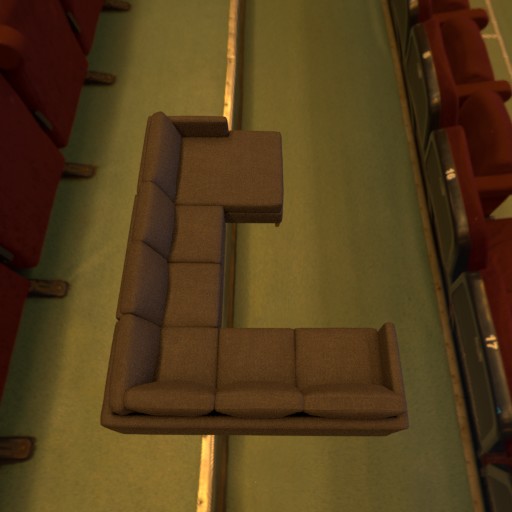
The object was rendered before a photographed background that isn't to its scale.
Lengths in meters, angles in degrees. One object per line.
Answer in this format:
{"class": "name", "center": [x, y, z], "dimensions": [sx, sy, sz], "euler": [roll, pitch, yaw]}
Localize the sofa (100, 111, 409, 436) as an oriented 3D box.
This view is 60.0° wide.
{"class": "sofa", "center": [0.000, 0.000, 4.645], "dimensions": [2.594, 0.961, 3.460], "euler": [0, 63, 0]}
